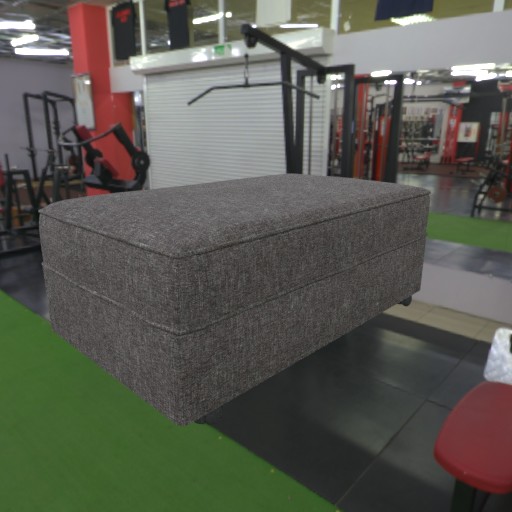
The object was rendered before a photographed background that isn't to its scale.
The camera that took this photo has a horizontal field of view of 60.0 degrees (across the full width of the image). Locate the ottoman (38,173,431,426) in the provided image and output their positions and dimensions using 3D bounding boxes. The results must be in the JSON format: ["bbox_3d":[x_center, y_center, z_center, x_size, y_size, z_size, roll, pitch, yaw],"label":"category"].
[{"bbox_3d":[0.000,0.000,1.519,0.717,0.487,1.184,16,23,42],"label":"ottoman"}]
